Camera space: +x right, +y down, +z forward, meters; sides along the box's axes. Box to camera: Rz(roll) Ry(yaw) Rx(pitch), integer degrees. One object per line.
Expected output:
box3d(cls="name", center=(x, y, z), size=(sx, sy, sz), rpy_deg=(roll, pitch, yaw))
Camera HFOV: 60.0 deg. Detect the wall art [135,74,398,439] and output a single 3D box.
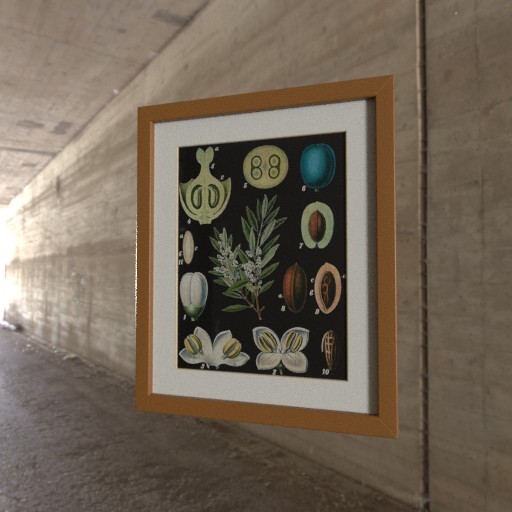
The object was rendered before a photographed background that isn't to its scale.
box3d(cls="wall art", center=(0.000, 0.000, 0.743), size=(0.449, 0.550, 0.021), rpy_deg=(-1, -2, 18))
